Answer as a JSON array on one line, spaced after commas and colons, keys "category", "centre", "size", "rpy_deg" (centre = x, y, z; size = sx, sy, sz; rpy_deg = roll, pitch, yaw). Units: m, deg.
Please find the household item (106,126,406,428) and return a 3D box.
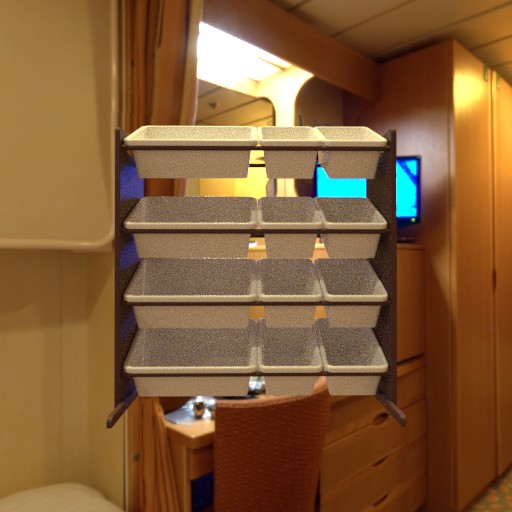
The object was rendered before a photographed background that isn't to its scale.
[{"category": "household item", "centre": [0.000, 0.000, 1.310], "size": [0.787, 0.864, 0.389], "rpy_deg": [0, 0, -1]}]
